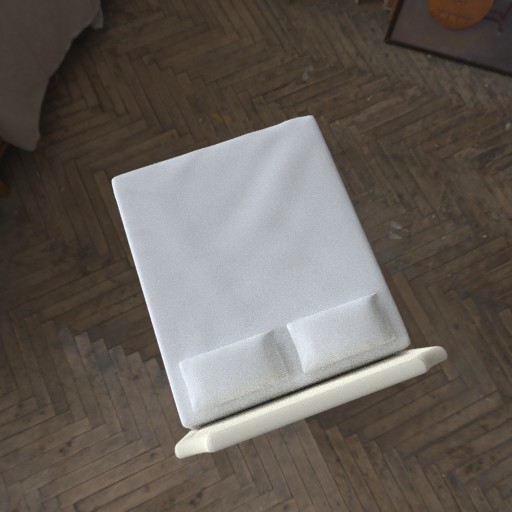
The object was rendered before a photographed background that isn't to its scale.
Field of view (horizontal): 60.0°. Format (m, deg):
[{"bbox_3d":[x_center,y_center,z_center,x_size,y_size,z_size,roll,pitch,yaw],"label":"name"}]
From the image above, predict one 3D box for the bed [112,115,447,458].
[{"bbox_3d":[0.000,0.000,4.138,2.350,1.590,2.773,-19,76,-5],"label":"bed"}]
